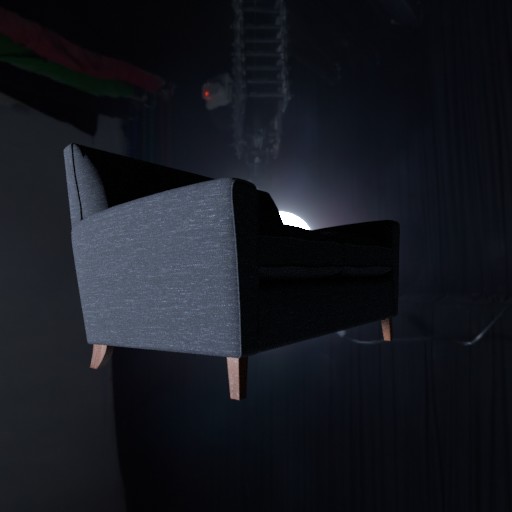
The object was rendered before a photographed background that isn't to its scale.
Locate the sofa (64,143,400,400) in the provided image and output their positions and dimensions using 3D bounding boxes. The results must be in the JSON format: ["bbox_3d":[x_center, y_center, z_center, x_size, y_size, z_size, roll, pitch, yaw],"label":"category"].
[{"bbox_3d":[0.000,0.000,1.995,0.875,0.846,1.420,-1,-2,35],"label":"sofa"}]
